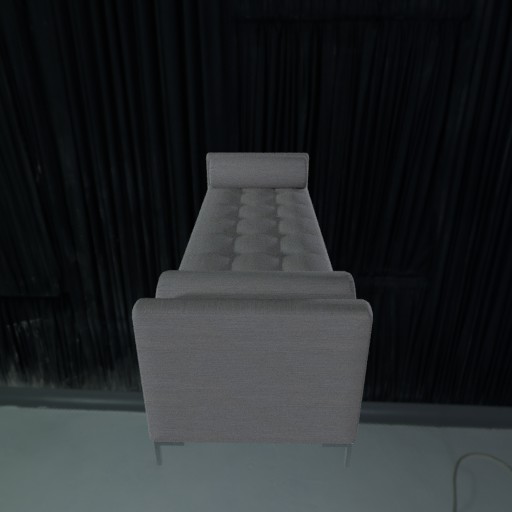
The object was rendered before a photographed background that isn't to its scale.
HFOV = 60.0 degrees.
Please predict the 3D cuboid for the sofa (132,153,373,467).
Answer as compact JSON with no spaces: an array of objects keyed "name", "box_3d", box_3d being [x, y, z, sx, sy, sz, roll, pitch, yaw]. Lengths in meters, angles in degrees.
[{"name":"sofa","box_3d":[0.000,0.000,2.252,0.686,0.635,1.981,0,26,1]}]
